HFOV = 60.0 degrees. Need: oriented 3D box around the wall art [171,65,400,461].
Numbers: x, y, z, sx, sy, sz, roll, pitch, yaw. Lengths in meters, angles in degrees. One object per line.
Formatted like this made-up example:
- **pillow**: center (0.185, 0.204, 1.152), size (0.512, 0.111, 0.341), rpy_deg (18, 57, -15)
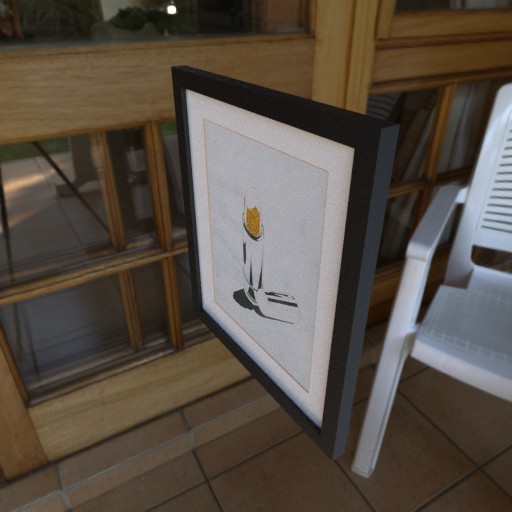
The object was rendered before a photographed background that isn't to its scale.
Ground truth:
- **wall art**: center (0.000, 0.000, 0.528), size (0.019, 0.381, 0.330), rpy_deg (-20, 37, -29)
